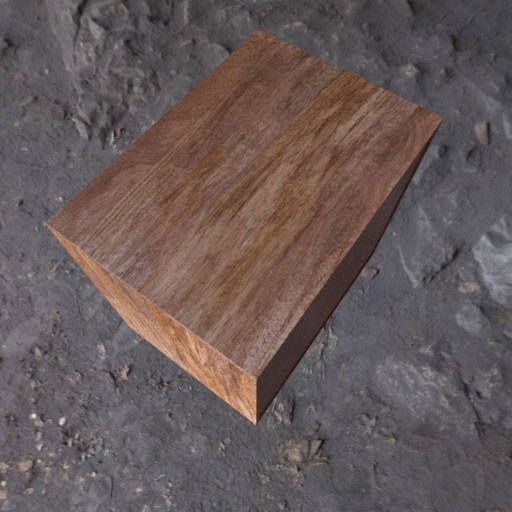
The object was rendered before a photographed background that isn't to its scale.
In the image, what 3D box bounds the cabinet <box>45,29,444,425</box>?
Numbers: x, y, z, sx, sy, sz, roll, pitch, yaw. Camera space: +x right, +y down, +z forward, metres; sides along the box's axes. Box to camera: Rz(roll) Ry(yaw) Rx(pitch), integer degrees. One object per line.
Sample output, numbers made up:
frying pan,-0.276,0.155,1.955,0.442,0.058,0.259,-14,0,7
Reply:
cabinet,0.000,0.000,1.181,0.473,0.758,0.647,33,68,15
